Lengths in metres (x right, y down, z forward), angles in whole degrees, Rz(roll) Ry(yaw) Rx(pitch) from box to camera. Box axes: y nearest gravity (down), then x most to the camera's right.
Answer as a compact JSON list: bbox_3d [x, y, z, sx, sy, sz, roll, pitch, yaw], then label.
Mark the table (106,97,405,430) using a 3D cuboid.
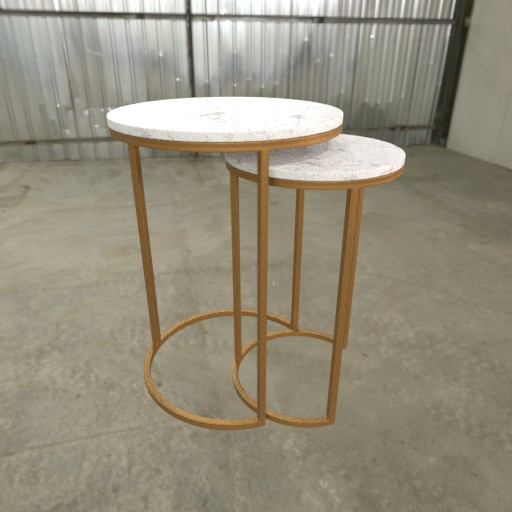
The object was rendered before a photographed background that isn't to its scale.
[{"bbox_3d":[0.000,0.000,0.879,0.507,0.550,0.400,7,27,14],"label":"table"}]
